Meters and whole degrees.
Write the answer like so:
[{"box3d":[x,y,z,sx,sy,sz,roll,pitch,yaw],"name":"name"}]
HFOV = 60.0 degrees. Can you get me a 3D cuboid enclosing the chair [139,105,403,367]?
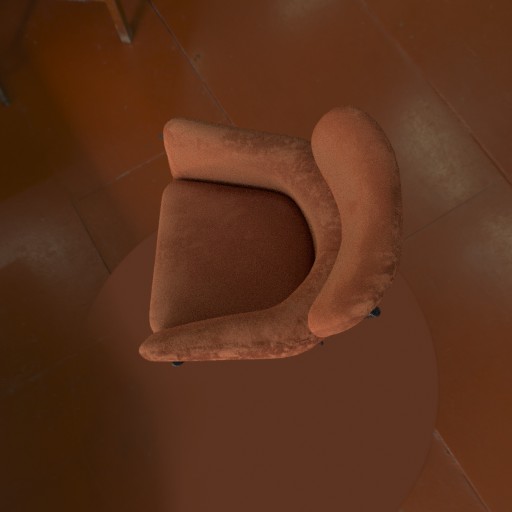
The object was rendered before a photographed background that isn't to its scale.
[{"box3d":[0.000,0.000,1.120,0.523,0.772,0.561,3,76,1],"name":"chair"}]
